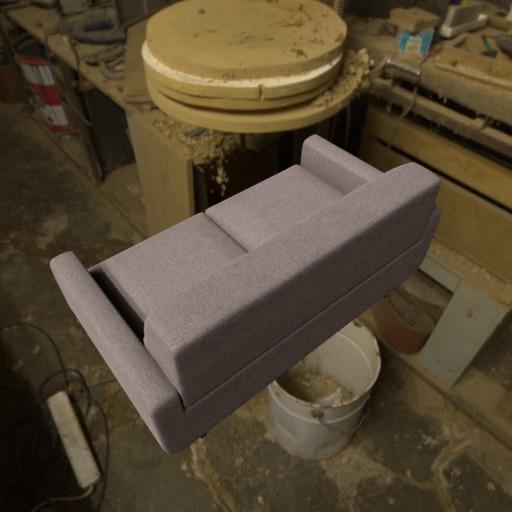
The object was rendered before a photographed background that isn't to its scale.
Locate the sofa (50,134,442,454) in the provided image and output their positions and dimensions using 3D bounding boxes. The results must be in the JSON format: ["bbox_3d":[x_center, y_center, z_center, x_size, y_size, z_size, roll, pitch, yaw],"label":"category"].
[{"bbox_3d":[0.000,0.000,2.149,1.631,0.841,0.909,-31,54,-26],"label":"sofa"}]
